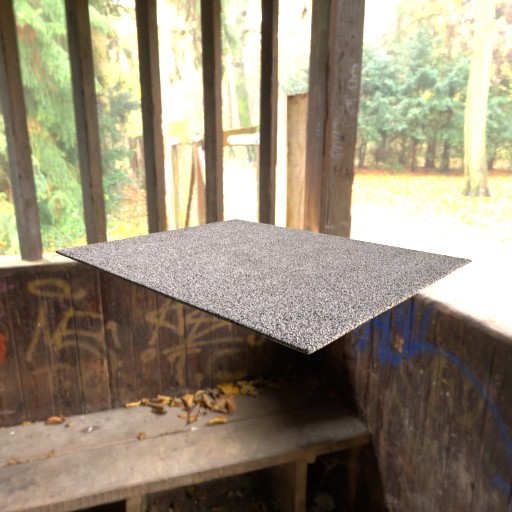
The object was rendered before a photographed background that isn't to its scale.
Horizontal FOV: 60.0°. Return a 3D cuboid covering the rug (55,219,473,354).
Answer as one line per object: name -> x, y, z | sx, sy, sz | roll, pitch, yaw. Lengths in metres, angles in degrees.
rug -> 0.000, 0.000, 4.112 | 3.047, 0.029, 2.438 | 14, 20, 42
